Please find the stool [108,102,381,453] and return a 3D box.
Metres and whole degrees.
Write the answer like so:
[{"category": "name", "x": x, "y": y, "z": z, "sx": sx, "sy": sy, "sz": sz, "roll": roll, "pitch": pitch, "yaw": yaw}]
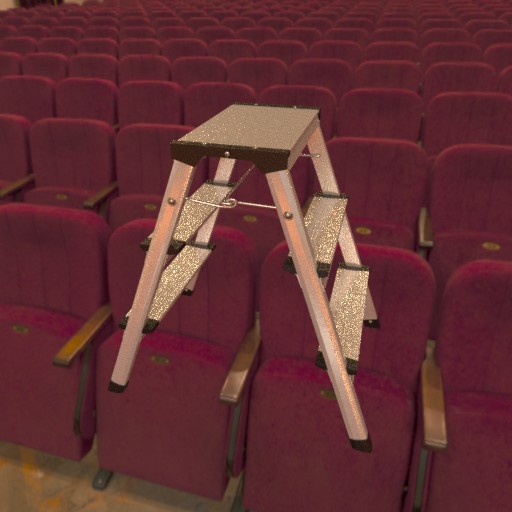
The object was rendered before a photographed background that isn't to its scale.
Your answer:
[{"category": "stool", "x": 0.000, "y": 0.000, "z": 1.017, "sx": 0.622, "sy": 0.605, "sz": 0.437, "roll": 8, "pitch": 32, "yaw": 14}]
